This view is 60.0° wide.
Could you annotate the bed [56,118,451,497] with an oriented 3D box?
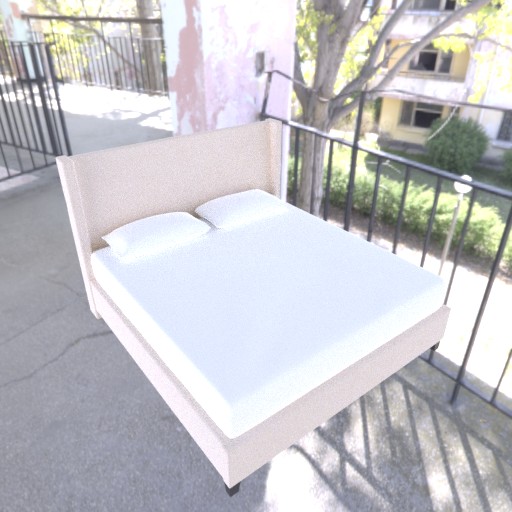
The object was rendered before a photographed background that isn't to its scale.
[{"bbox_3d":[0.000,0.000,3.553,2.145,1.471,2.293,-21,36,-32],"label":"bed"}]
